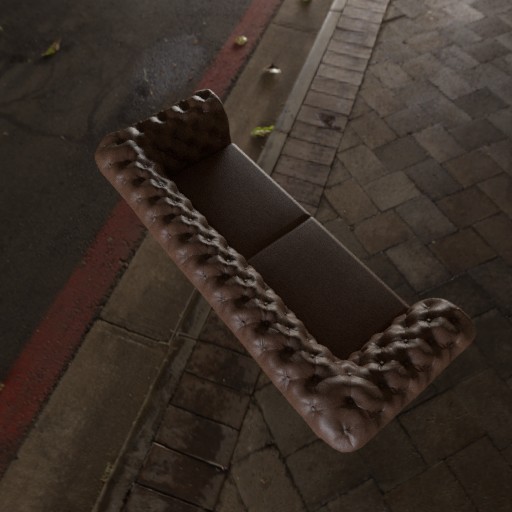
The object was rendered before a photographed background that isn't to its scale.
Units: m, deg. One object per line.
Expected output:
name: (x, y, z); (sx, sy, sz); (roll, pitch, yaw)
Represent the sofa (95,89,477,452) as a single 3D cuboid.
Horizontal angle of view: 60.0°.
sofa: (0.000, 0.000, 2.767); (0.944, 0.783, 2.385); (-34, 64, -19)
